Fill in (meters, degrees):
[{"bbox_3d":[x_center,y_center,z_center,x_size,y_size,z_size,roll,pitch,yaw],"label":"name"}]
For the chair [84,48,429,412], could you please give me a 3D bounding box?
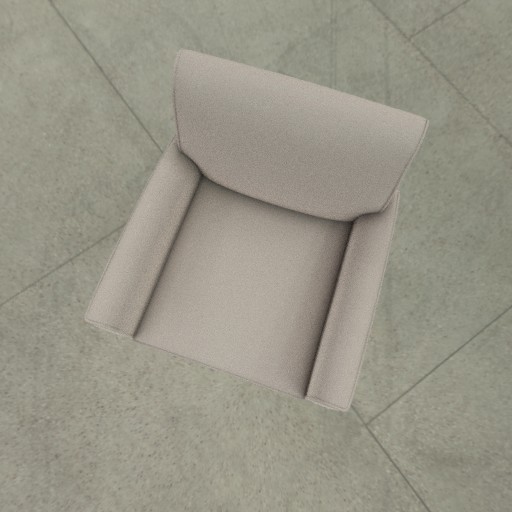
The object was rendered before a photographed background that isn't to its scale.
[{"bbox_3d":[0.000,0.000,1.549,0.820,0.915,0.820,18,76,5],"label":"chair"}]
